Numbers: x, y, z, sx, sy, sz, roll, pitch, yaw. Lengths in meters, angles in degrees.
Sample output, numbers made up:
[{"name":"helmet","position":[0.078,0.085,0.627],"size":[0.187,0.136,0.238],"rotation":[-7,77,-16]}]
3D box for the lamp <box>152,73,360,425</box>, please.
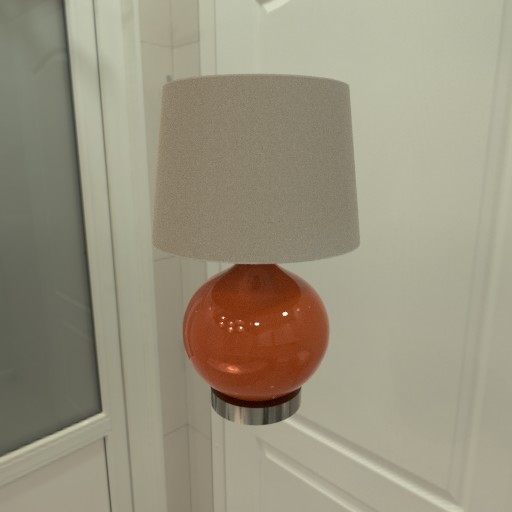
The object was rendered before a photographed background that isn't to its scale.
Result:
[{"name":"lamp","position":[0.000,0.000,0.542],"size":[0.247,0.387,0.247],"rotation":[0,14,0]}]
